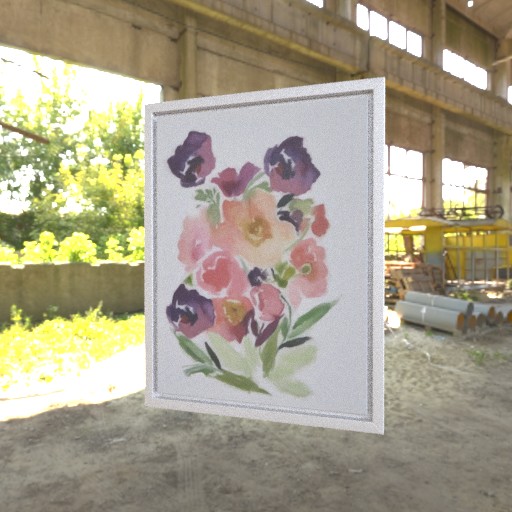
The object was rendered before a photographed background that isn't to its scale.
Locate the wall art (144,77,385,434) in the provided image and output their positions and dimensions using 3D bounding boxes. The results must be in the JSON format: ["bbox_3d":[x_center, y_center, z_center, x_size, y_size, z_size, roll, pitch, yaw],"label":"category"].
[{"bbox_3d":[0.000,0.000,1.446,0.805,1.056,0.042,0,1,17],"label":"wall art"}]
